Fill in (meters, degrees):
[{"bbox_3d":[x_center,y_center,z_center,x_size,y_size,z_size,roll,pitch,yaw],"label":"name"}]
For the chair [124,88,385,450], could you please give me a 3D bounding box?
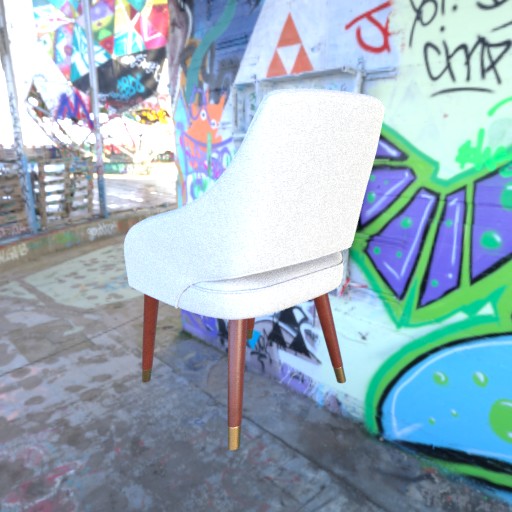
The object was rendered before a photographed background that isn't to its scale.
[{"bbox_3d":[0.000,0.000,1.328,0.609,0.889,0.600,-14,20,-42],"label":"chair"}]
